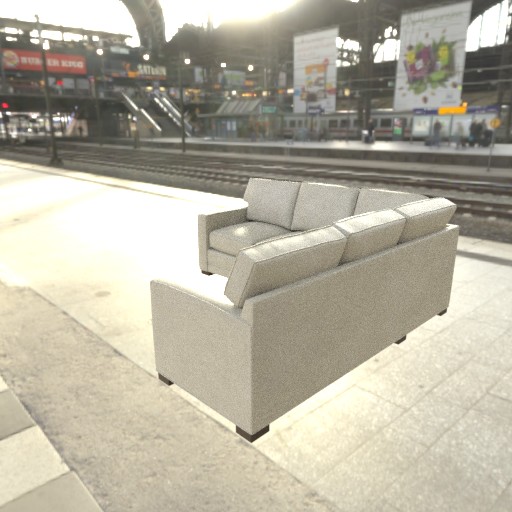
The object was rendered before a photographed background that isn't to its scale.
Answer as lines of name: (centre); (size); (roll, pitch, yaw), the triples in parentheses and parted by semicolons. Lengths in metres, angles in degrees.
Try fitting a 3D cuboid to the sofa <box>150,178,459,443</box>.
sofa: (0.000, 0.000, 3.393); (2.188, 0.936, 2.211); (15, 22, 42)
